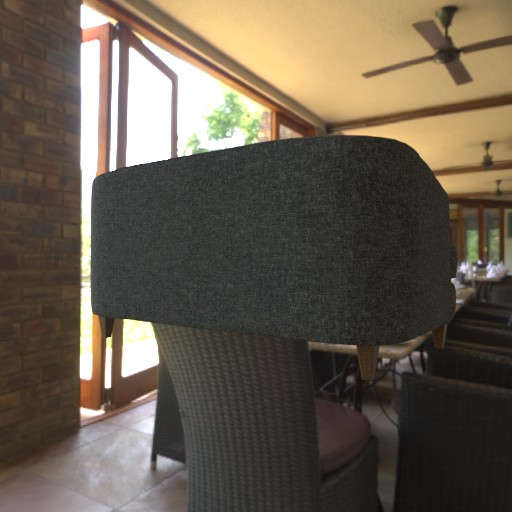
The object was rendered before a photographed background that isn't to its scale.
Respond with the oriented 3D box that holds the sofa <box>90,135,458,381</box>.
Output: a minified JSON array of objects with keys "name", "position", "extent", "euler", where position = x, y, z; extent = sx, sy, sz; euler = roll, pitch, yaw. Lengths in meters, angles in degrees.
[{"name":"sofa","position":[0.000,0.000,2.218],"extent":[1.733,0.855,0.941],"euler":[0,0,34]}]
